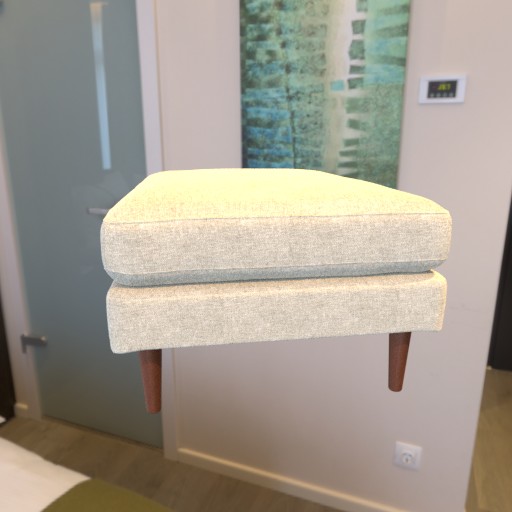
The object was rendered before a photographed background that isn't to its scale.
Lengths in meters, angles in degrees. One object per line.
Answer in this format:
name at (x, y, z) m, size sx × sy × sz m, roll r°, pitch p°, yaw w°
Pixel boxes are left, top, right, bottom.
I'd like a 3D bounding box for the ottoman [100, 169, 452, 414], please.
ottoman at (0.000, 0.000, 1.257) m, size 0.693 × 0.474 × 0.821 m, roll -2°, pitch 15°, yaw -9°
